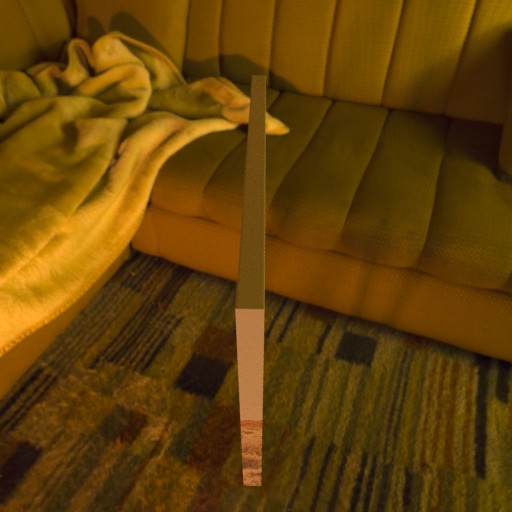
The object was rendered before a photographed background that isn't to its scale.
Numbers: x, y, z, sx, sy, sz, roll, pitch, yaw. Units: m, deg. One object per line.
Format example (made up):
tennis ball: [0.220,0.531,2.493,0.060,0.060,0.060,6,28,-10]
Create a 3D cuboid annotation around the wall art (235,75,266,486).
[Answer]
wall art: [0.000,0.000,1.450,0.051,0.761,1.138,1,42,1]
